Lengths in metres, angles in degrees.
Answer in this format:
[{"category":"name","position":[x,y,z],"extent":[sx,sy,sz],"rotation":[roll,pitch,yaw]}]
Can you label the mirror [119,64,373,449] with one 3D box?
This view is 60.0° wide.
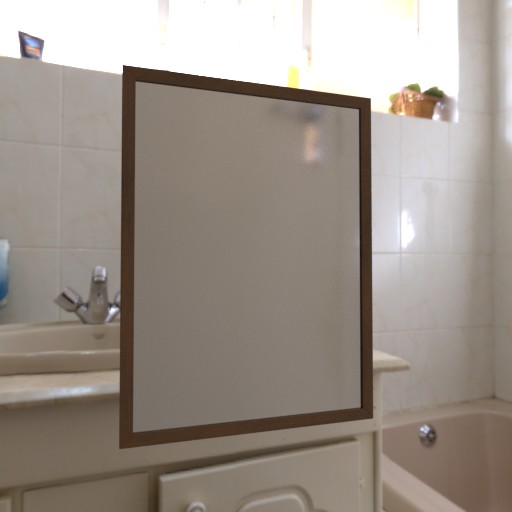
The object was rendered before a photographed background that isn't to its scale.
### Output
[{"category":"mirror","position":[0.000,0.000,1.306],"extent":[0.762,1.016,0.040],"rotation":[0,-2,-18]}]
